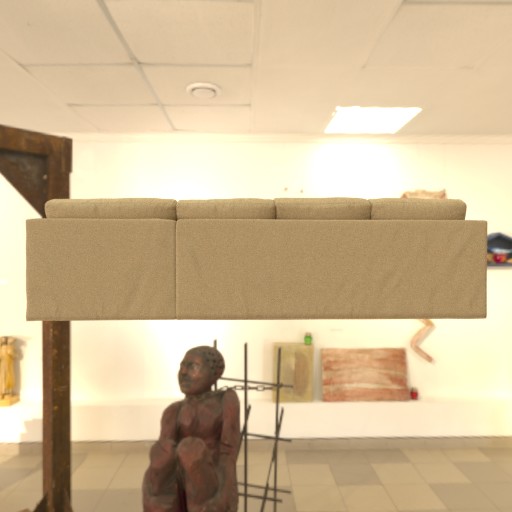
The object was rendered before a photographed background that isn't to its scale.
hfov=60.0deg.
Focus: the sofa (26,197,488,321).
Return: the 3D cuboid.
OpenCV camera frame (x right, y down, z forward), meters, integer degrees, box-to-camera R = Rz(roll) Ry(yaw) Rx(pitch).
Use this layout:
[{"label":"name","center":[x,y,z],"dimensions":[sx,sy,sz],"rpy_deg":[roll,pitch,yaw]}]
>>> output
[{"label":"sofa","center":[0.000,0.000,3.828],"dimensions":[3.177,0.867,1.622],"rpy_deg":[0,0,-2]}]
